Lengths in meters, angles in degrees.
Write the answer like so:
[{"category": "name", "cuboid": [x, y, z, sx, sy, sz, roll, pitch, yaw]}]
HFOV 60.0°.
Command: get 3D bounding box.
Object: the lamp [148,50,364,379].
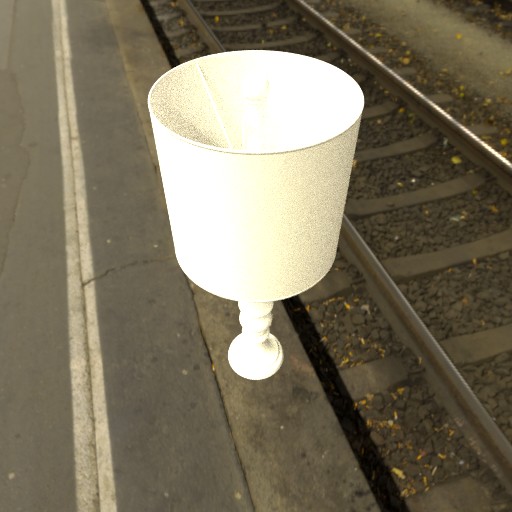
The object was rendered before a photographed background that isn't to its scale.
[{"category": "lamp", "cuboid": [0.000, 0.000, 0.719, 0.250, 0.597, 0.250, -31, 53, -26]}]
